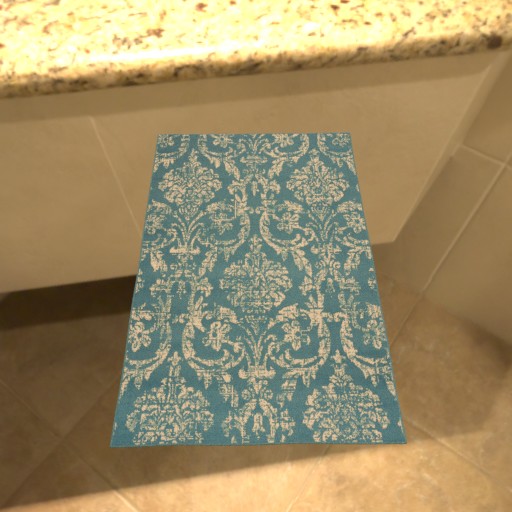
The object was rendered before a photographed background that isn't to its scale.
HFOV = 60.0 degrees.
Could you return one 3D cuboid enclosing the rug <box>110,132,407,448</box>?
[{"bbox_3d":[0.000,0.000,2.296,1.211,0.012,1.833,-1,57,0],"label":"rug"}]
